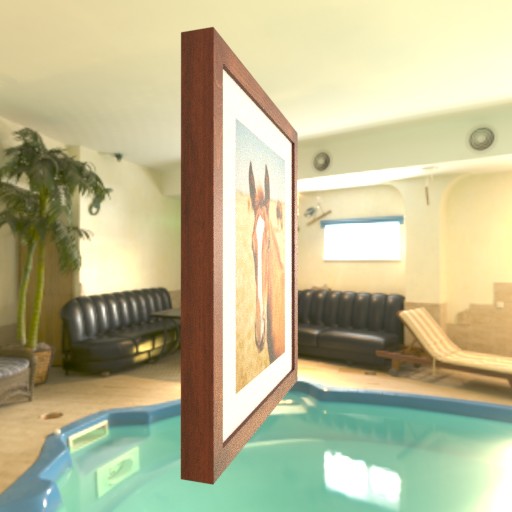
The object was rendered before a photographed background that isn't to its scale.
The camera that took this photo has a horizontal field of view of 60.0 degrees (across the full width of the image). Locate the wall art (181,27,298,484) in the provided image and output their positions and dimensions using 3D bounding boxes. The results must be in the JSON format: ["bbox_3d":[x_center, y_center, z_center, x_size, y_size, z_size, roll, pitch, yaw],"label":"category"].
[{"bbox_3d":[0.000,0.000,0.531,0.030,0.381,0.330,0,0,18],"label":"wall art"}]
